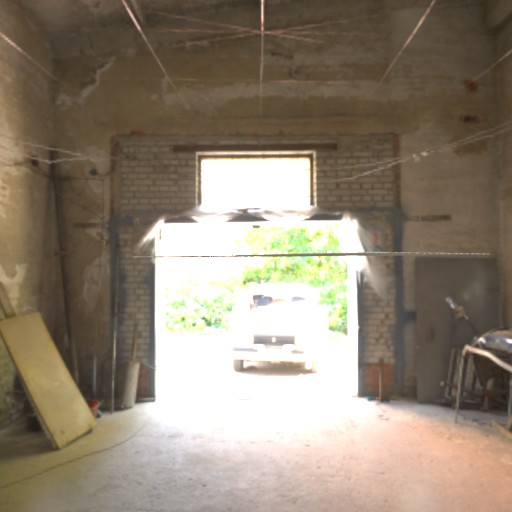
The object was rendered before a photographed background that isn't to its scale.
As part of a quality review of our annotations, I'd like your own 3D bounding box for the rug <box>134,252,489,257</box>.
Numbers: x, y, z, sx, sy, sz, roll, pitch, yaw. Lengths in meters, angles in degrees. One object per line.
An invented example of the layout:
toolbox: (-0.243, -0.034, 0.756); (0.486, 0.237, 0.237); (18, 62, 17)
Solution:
rug: (0.000, 0.000, 2.655); (0.660, 0.005, 2.464); (0, -1, -36)
